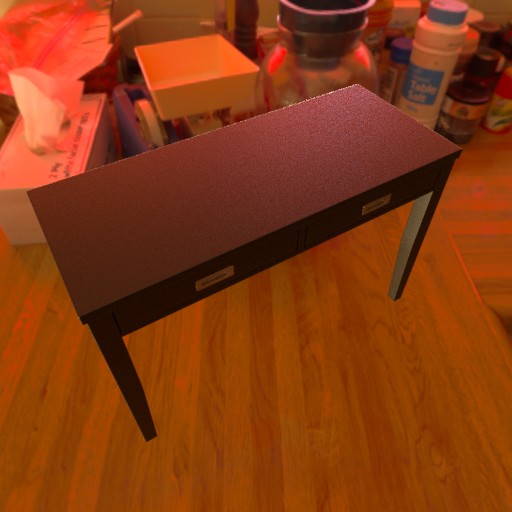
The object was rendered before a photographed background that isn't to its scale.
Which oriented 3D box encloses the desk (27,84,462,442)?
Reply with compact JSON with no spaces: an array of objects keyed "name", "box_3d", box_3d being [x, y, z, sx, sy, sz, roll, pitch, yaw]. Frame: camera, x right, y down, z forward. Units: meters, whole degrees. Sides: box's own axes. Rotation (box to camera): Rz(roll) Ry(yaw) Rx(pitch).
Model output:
[{"name":"desk","box_3d":[0.000,0.000,1.612,1.220,0.775,0.508,-24,52,-21]}]
